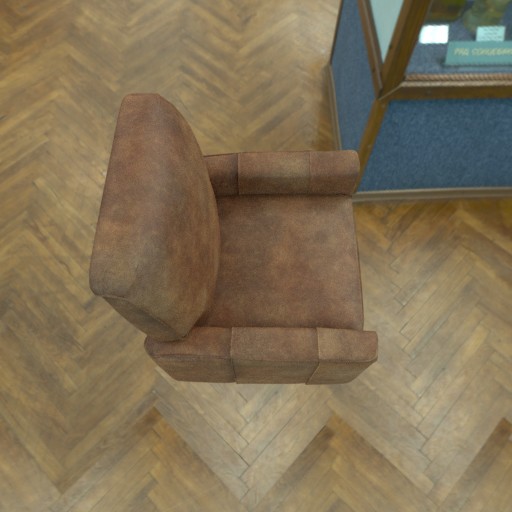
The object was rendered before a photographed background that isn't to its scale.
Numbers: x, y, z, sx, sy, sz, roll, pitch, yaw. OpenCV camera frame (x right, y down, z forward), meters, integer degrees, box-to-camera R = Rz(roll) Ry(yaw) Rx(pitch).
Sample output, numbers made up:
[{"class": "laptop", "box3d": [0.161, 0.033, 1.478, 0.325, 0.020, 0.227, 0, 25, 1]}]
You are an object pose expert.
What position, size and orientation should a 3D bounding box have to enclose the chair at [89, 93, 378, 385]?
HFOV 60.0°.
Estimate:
[{"class": "chair", "box3d": [0.000, 0.000, 1.675, 0.836, 1.043, 0.843, 1, 65, 0]}]
